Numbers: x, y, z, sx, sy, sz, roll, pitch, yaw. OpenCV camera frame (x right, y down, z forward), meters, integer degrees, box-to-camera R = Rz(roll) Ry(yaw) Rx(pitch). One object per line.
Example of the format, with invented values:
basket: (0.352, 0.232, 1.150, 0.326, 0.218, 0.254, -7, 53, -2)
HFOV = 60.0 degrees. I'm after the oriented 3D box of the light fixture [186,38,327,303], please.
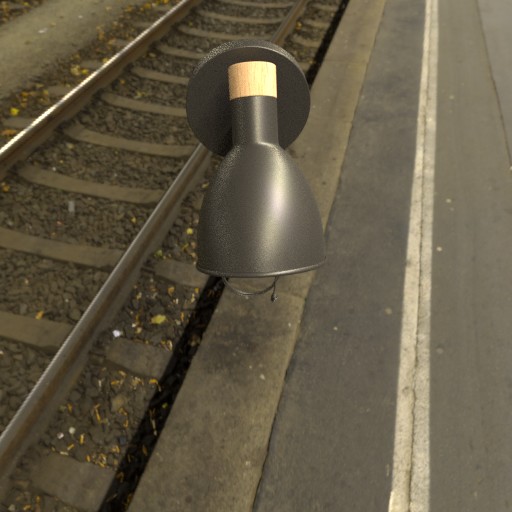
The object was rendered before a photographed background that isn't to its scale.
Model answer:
light fixture: (0.000, 0.000, 0.488, 0.127, 0.401, 0.203, -4, 46, -4)
